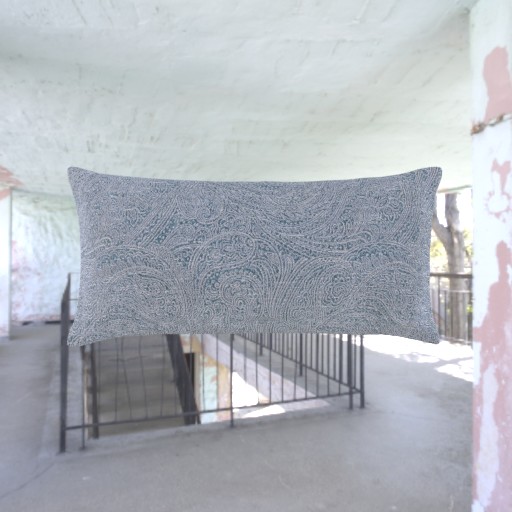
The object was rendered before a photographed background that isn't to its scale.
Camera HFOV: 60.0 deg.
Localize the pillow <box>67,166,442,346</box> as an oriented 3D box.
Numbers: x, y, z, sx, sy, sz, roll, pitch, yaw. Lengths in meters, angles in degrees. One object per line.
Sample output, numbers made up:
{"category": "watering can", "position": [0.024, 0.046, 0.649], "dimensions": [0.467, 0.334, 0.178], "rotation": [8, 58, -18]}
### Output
{"category": "pillow", "position": [0.000, 0.000, 0.727], "dimensions": [0.615, 0.295, 0.151], "rotation": [0, 0, -1]}
